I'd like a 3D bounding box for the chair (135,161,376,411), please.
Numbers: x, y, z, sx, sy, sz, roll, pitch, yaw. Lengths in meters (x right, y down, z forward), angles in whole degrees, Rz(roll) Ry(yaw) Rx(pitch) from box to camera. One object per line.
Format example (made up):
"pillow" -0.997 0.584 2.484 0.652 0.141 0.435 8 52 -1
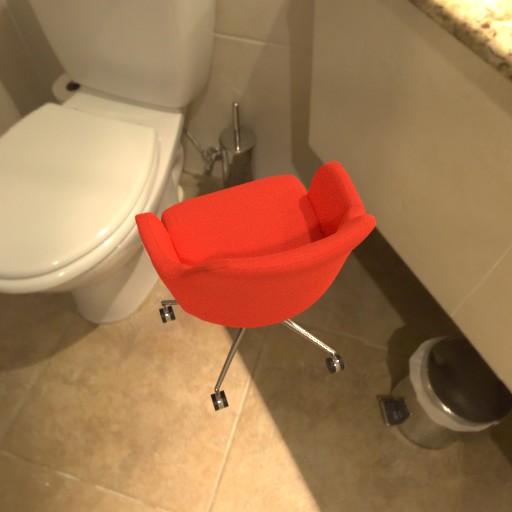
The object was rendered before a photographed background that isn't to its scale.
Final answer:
"chair" 0.000 0.000 1.278 0.655 0.820 0.600 -17 60 -10
